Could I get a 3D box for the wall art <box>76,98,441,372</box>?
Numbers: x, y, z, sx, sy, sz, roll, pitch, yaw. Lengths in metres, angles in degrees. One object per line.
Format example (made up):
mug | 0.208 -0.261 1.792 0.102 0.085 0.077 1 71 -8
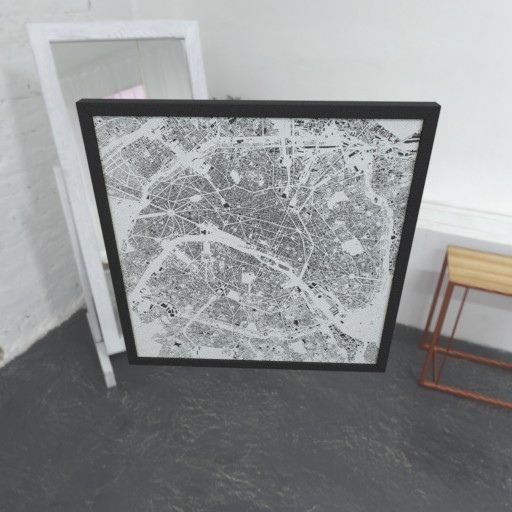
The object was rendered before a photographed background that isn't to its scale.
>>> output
wall art | 0.000 0.000 1.135 0.763 0.763 0.037 1 31 2
